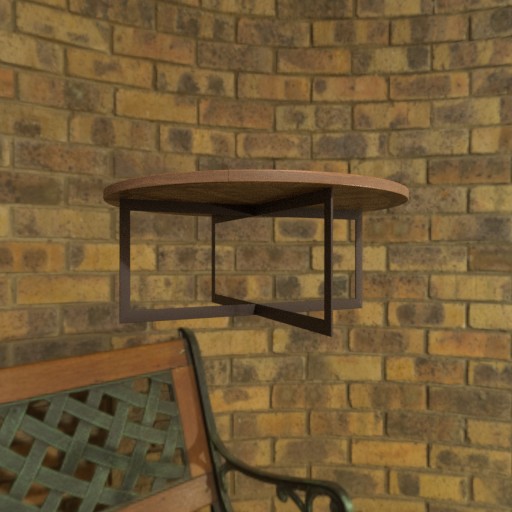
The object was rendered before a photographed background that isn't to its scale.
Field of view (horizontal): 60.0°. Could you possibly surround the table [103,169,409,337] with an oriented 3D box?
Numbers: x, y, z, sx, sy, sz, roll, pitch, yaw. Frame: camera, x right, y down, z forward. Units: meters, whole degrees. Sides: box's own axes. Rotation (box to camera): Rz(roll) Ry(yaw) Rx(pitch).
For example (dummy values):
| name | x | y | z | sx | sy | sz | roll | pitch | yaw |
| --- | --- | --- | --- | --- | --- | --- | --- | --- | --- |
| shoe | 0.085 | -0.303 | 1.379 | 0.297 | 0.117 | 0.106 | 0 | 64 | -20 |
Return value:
| name | x | y | z | sx | sy | sz | roll | pitch | yaw |
| --- | --- | --- | --- | --- | --- | --- | --- | --- | --- |
| table | 0.000 | 0.000 | 1.941 | 1.264 | 0.516 | 1.264 | 0 | 0 | 0 |
